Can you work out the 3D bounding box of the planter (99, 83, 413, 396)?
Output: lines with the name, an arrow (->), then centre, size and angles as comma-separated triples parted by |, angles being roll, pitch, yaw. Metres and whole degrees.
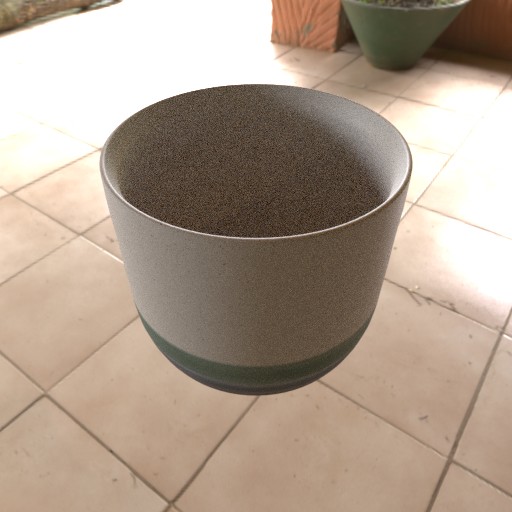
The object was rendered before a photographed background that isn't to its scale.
planter -> 0.000, 0.000, 0.478 | 0.268, 0.270, 0.268 | 0, 43, 0
